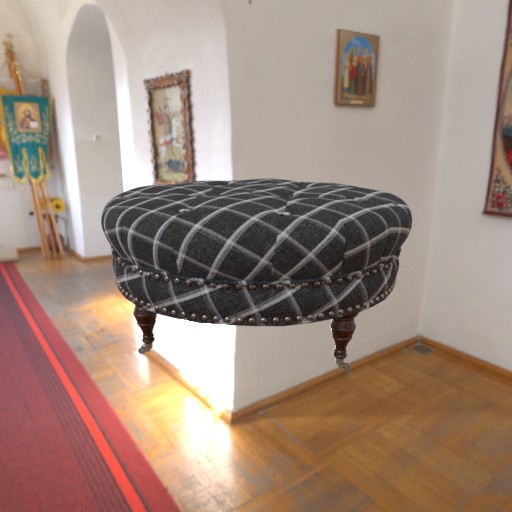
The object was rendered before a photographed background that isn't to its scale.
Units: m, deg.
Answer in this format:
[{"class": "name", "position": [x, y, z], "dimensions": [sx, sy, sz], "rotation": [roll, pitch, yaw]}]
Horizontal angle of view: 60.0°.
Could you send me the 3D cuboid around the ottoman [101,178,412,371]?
[{"class": "ottoman", "position": [0.000, 0.000, 1.390], "dimensions": [0.901, 0.439, 0.901], "rotation": [0, 16, 0]}]
